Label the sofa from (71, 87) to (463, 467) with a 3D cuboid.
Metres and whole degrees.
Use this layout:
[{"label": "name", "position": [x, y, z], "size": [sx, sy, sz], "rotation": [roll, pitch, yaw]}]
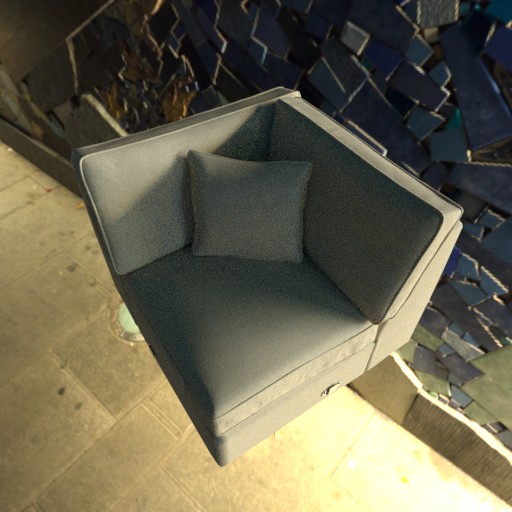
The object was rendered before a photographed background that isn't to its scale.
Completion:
[{"label": "sofa", "position": [0.000, 0.000, 1.899], "size": [1.084, 1.002, 1.146], "rotation": [-26, 52, -22]}]
